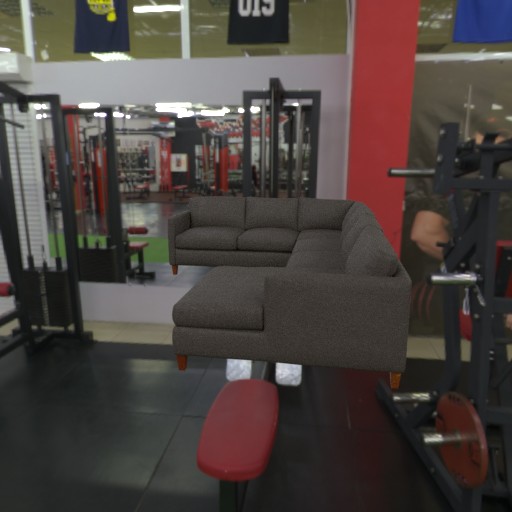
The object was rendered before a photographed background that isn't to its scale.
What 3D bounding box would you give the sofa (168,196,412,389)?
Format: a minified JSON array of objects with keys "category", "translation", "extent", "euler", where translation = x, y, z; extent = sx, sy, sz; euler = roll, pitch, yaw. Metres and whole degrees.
[{"category":"sofa","translation":[0.000,0.000,4.632],"extent":[2.594,0.961,3.460],"euler":[2,13,10]}]
